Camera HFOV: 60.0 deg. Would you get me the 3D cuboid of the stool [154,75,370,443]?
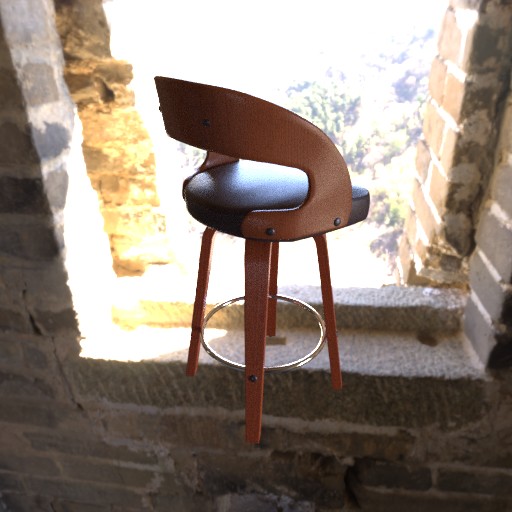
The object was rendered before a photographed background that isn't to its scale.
[{"bbox_3d":[0.000,0.000,1.212,0.457,0.940,0.457,-20,33,-33],"label":"stool"}]
